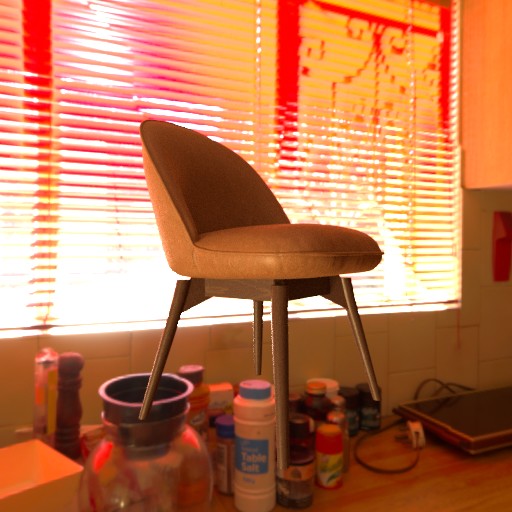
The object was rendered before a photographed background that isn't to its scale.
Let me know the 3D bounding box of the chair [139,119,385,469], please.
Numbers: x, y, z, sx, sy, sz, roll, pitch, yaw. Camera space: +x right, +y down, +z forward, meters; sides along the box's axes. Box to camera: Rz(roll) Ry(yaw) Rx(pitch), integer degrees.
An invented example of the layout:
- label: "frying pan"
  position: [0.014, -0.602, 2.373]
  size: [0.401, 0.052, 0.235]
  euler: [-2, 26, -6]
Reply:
- label: "chair"
  position: [0.000, 0.000, 1.230]
  size: [0.631, 0.831, 0.521]
  euler: [1, 1, 37]
